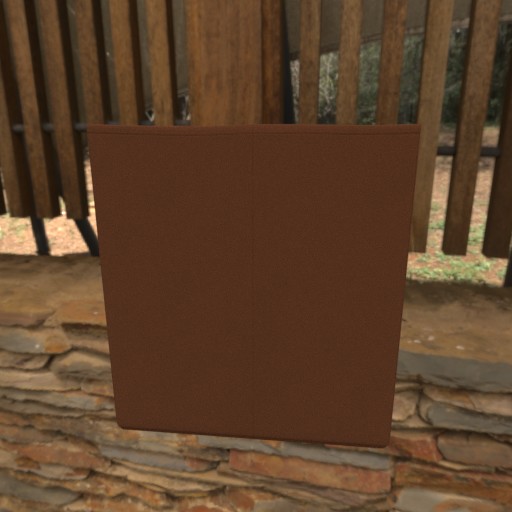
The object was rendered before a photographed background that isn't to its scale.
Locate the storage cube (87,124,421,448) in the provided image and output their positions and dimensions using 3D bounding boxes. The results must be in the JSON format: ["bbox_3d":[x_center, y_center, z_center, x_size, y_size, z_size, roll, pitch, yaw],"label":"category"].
[{"bbox_3d":[0.000,0.000,0.494,0.270,0.280,0.270,2,16,6],"label":"storage cube"}]
